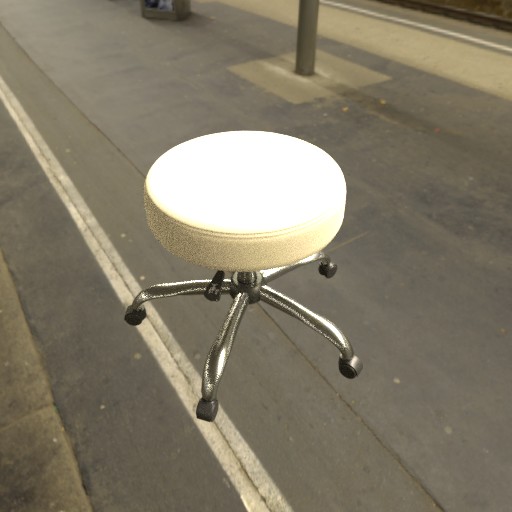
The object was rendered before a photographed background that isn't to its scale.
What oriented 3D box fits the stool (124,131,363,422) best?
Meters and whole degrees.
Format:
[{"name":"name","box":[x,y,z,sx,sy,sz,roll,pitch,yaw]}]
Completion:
[{"name":"stool","box":[0.000,0.000,1.065,0.614,0.482,0.634,24,46,26]}]
